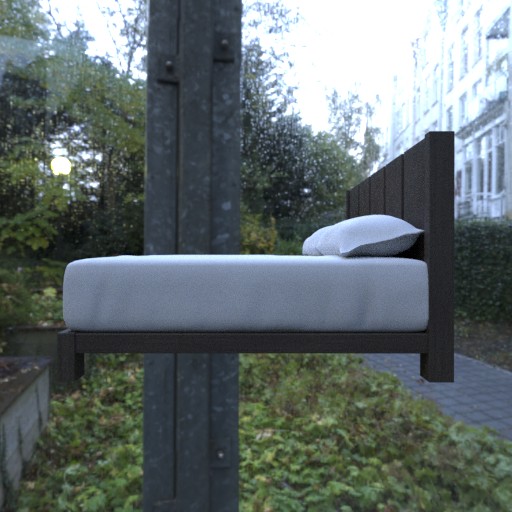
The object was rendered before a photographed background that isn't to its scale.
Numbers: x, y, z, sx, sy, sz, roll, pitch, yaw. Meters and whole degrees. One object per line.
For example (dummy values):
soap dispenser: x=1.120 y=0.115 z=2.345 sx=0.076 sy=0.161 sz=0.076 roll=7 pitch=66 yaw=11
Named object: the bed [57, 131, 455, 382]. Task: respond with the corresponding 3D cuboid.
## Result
bed: x=0.000 y=0.000 z=3.307 sx=2.012 sy=1.270 sz=2.134 roll=0 pitch=0 yaw=0
